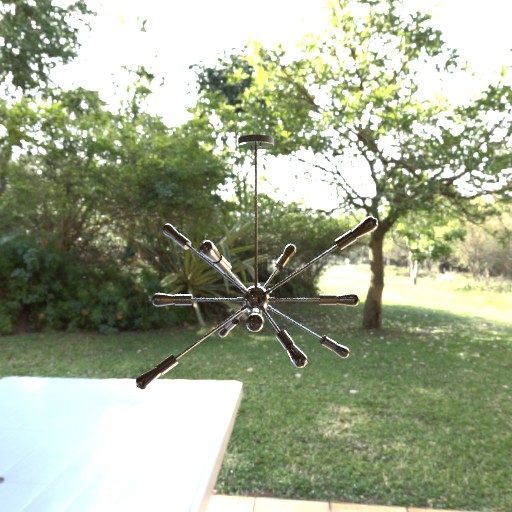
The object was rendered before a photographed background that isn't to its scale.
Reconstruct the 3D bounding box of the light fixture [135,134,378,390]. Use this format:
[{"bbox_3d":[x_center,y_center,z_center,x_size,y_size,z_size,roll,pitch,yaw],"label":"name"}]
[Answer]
[{"bbox_3d":[0.000,0.000,1.063,0.509,0.558,0.684,0,1,0],"label":"light fixture"}]
